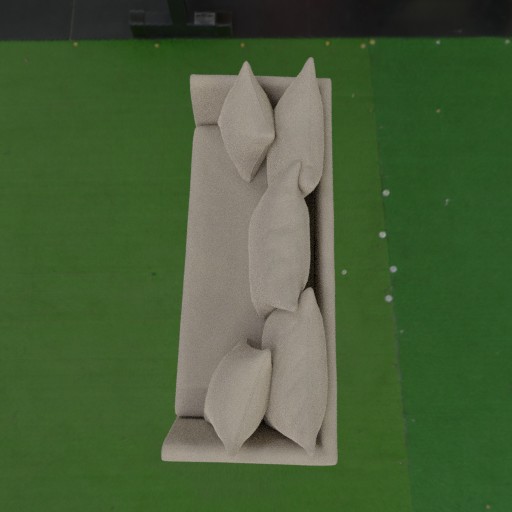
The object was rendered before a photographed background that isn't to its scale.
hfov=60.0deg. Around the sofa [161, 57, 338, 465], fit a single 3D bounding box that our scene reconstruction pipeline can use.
[{"bbox_3d":[0.000,0.000,2.984,1.046,1.047,2.499,2,75,0],"label":"sofa"}]
